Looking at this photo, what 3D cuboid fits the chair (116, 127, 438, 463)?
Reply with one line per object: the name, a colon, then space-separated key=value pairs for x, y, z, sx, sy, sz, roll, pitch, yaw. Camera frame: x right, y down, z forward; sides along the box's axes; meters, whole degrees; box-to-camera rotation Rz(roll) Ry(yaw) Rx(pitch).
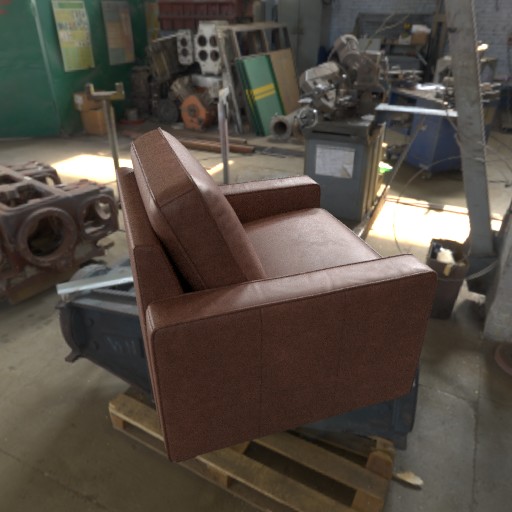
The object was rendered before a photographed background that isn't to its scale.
chair: x=0.000 y=0.000 z=1.749 sx=0.940 sy=0.919 sz=1.017 roll=-10 pitch=31 yaw=-16
